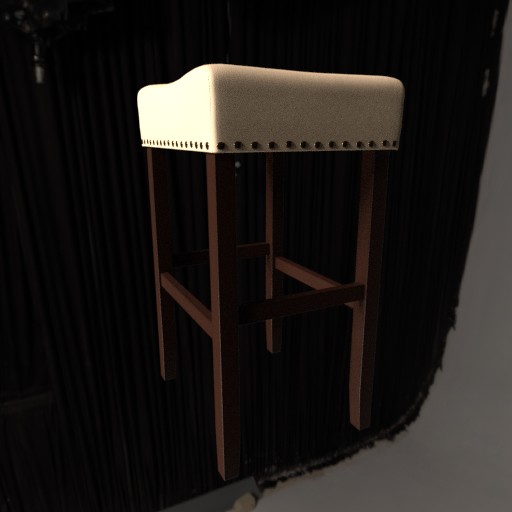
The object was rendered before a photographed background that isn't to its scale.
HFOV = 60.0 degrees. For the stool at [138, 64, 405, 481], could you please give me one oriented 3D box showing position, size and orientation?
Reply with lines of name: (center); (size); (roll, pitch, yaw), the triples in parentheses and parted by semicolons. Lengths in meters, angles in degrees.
stool: (0.000, 0.000, 1.036); (0.401, 0.762, 0.471); (-8, 17, -26)
